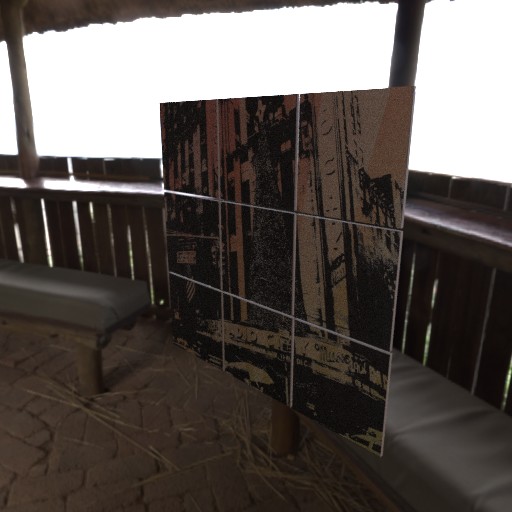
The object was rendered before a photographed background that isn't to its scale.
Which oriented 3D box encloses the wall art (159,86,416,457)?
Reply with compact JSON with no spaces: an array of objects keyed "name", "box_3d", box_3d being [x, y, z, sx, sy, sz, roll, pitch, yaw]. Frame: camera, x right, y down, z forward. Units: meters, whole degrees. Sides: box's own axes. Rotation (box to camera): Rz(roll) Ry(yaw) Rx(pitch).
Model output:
[{"name":"wall art","box_3d":[0.000,0.000,2.237,1.527,1.521,0.017,15,22,42]}]
